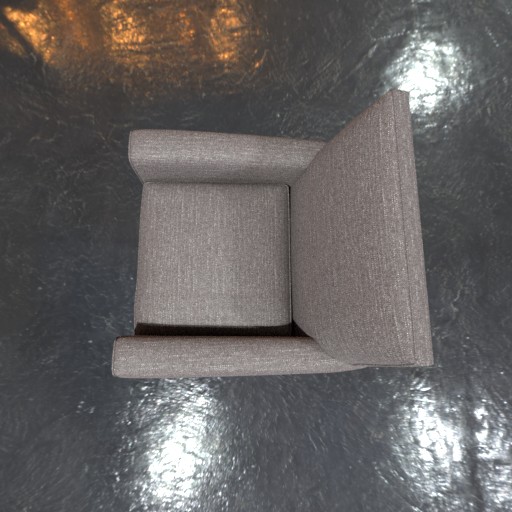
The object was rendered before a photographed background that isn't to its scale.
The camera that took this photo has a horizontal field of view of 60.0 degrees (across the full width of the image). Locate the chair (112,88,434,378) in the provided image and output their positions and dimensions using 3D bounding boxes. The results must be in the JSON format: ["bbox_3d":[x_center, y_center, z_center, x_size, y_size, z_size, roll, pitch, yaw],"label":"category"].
[{"bbox_3d":[0.000,0.000,1.587,0.875,0.885,0.838,0,76,0],"label":"chair"}]
